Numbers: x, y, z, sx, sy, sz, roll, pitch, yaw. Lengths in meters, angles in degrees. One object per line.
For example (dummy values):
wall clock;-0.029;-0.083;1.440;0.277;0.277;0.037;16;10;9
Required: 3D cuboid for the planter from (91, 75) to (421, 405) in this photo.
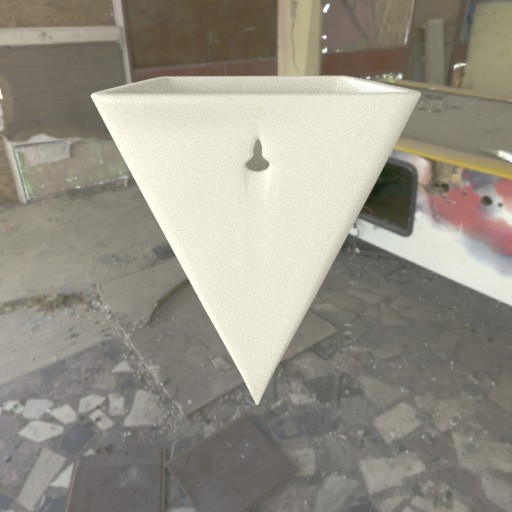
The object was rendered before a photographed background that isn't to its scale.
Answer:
planter;0.000;0.000;0.270;0.150;0.197;0.060;-1;29;-2
